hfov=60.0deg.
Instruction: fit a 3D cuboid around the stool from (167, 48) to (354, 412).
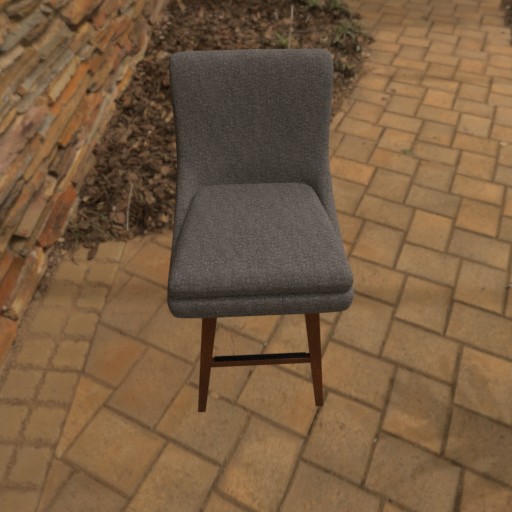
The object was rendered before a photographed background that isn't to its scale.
[{"bbox_3d":[0.000,0.000,1.401,0.489,1.068,0.572,-2,47,-2],"label":"stool"}]
